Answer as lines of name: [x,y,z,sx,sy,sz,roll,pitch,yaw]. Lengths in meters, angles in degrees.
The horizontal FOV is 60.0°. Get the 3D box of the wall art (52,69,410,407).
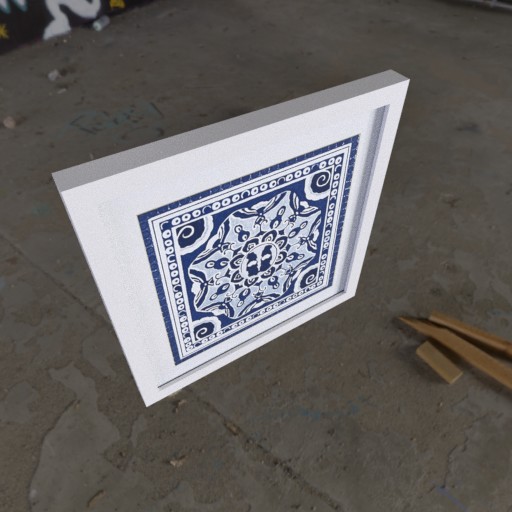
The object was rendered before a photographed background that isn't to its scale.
wall art: [0.000,0.000,0.527,0.355,0.355,0.027,-24,51,-21]
